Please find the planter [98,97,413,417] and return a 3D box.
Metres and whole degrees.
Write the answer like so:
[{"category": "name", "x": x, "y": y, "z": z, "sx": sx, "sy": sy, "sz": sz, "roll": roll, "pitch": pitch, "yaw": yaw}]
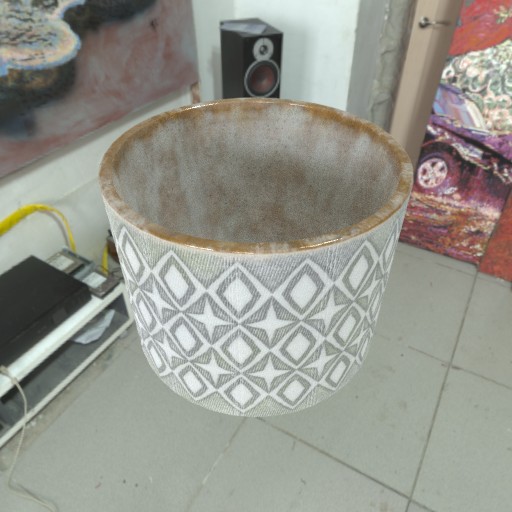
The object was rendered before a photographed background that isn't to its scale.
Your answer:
[{"category": "planter", "x": 0.000, "y": 0.000, "z": 0.441, "sx": 0.255, "sy": 0.223, "sz": 0.255, "roll": 0, "pitch": 40, "yaw": 0}]
